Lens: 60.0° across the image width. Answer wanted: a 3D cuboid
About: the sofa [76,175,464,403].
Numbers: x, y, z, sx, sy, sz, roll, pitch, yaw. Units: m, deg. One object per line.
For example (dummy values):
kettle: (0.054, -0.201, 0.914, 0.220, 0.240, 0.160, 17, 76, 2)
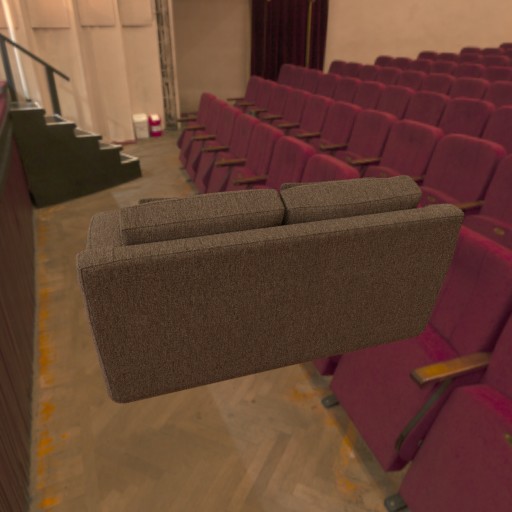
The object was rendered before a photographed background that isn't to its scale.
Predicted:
sofa: (0.000, 0.000, 2.469, 1.778, 0.991, 1.120, -8, 28, -16)
